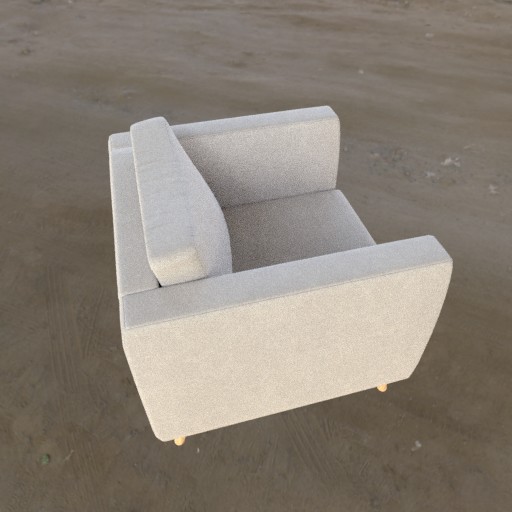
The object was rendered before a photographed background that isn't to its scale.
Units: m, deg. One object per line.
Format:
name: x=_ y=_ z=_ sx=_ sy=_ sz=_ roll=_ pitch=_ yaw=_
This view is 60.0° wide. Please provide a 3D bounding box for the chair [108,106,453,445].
chair: x=0.000 y=0.000 z=1.665 sx=0.930 sy=0.860 sz=1.000 roll=-11 pitch=47 yaw=-10
